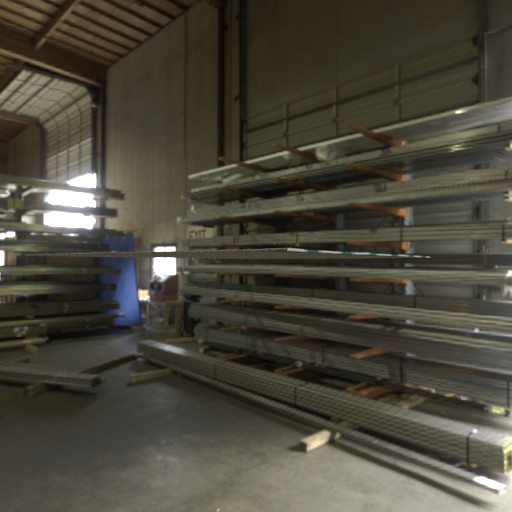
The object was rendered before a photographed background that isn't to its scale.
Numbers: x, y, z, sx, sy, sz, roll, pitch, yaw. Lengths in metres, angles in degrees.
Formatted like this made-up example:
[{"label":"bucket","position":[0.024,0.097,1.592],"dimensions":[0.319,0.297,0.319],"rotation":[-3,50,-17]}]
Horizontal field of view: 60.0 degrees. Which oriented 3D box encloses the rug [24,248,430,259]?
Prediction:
[{"label":"rug","position":[0.000,0.000,4.129],"dimensions":[2.434,0.019,3.041],"rotation":[-1,-1,34]}]
